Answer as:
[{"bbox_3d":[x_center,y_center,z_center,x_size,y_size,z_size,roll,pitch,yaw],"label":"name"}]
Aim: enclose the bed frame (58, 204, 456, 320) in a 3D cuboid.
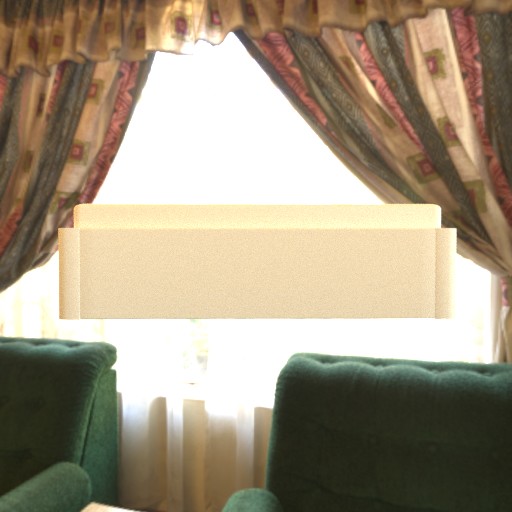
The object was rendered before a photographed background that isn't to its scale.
[{"bbox_3d":[0.000,0.000,2.473,1.400,0.406,1.900,0,1,0],"label":"bed frame"}]
